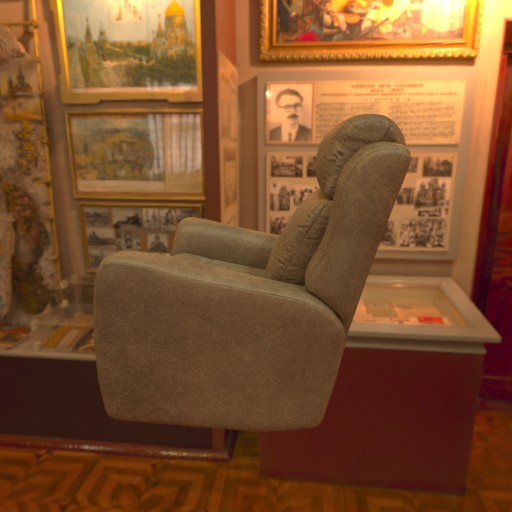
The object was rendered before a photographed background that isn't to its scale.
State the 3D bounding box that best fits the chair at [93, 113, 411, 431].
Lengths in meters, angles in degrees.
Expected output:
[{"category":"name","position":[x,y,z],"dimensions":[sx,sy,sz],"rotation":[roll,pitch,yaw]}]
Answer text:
[{"category":"chair","position":[0.000,0.000,1.888],"dimensions":[1.068,1.116,0.965],"rotation":[2,14,8]}]
